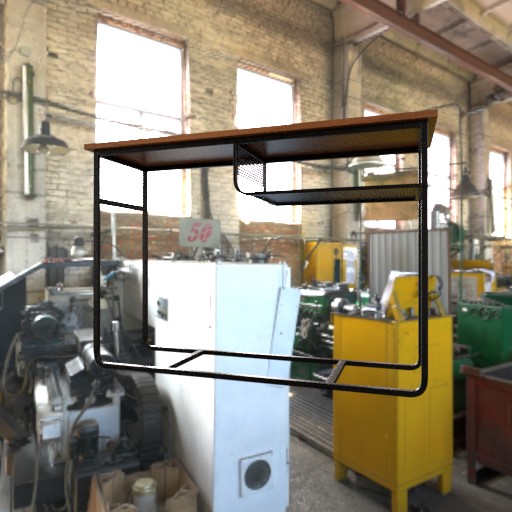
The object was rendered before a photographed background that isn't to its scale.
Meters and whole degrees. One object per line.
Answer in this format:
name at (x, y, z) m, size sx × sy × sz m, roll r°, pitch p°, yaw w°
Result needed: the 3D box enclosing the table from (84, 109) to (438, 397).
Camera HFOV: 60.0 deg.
table at (0.000, 0.000, 1.475) m, size 1.100 × 0.750 × 0.350 m, roll 0°, pitch 0°, yaw 19°
